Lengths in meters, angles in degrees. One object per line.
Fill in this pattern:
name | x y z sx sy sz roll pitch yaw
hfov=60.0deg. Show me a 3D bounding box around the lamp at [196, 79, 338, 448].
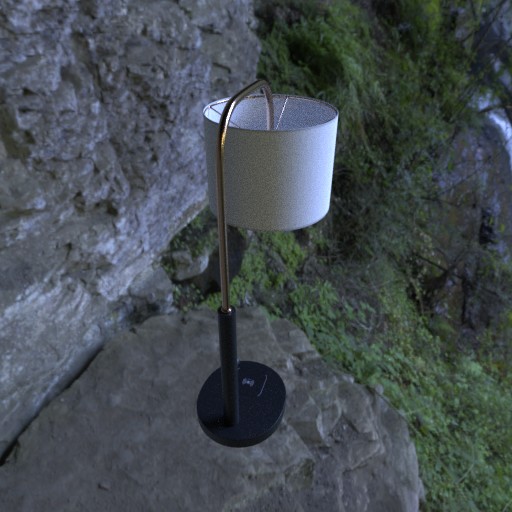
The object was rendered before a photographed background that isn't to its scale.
lamp | 0.000 0.000 0.720 0.199 0.540 0.337 10 34 15
